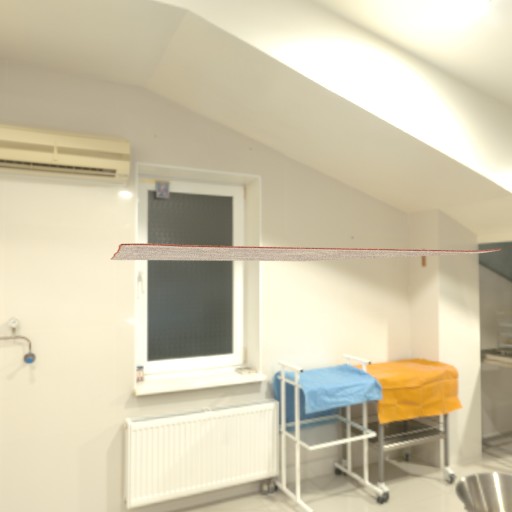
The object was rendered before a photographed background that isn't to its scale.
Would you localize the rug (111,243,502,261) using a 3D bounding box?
[{"bbox_3d":[0.000,0.000,4.057,2.489,0.030,3.086,1,-2,-19],"label":"rug"}]
